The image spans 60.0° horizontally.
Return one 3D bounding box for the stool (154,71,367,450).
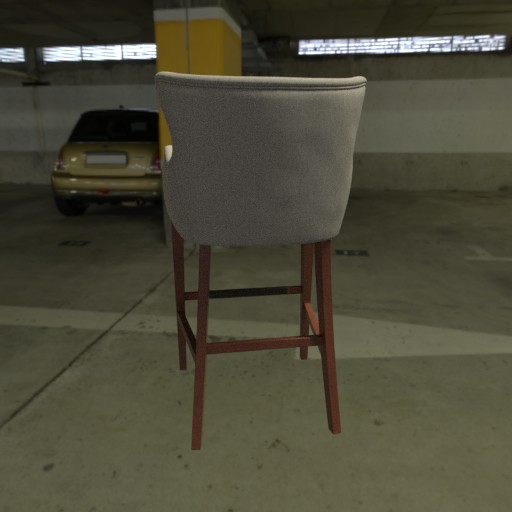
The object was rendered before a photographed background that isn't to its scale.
[{"bbox_3d":[0.000,0.000,1.417,0.575,1.047,0.575,-3,15,-9],"label":"stool"}]
